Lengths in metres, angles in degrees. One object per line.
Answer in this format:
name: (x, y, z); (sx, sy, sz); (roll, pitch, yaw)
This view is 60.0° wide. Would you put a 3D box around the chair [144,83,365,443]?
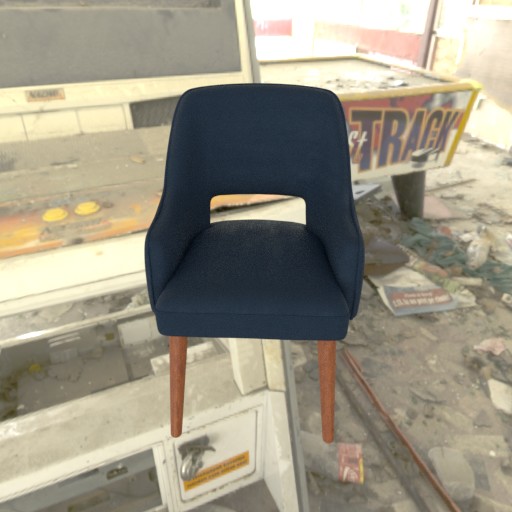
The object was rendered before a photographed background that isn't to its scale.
chair: (0.000, 0.000, 1.267); (0.559, 0.844, 0.591); (1, 31, 2)
